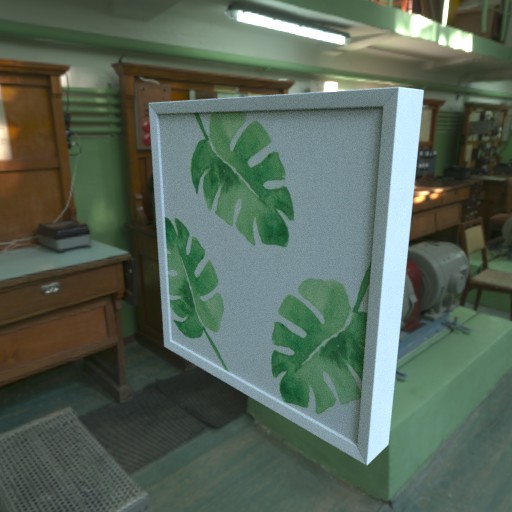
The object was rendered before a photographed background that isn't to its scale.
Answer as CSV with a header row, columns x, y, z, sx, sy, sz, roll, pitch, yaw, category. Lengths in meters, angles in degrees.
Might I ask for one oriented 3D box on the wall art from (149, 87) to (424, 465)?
x,y,z,sx,sy,sz,roll,pitch,yaw,category
0.000,0.000,0.453,0.305,0.305,0.038,16,22,42,wall art
